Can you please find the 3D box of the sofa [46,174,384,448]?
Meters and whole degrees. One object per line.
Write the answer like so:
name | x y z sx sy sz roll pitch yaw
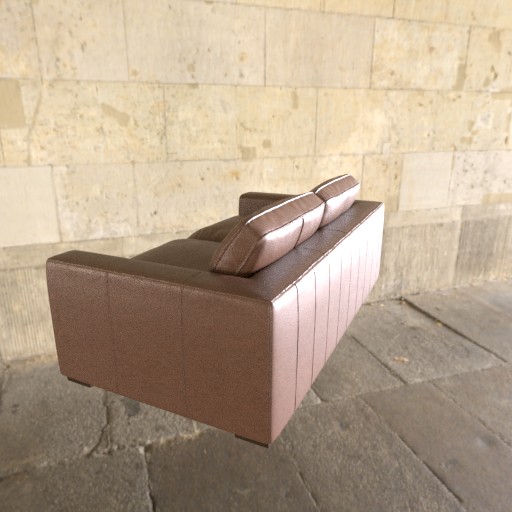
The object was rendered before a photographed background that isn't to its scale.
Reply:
sofa | 0.000 0.000 2.472 1.070 0.800 1.920 8 19 24
